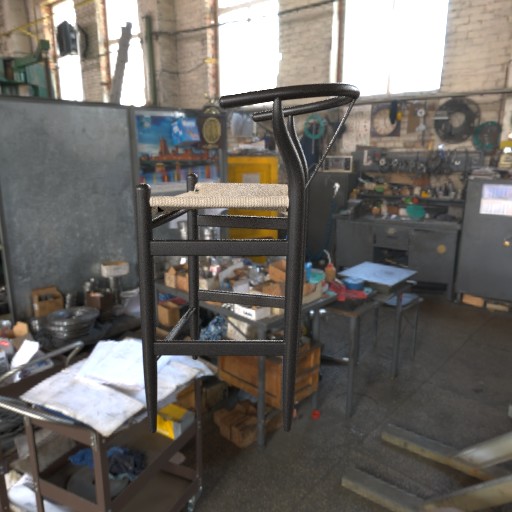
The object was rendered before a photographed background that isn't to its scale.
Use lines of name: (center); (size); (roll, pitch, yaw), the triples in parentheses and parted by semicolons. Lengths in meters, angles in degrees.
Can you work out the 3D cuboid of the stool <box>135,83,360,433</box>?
stool: (0.000, 0.000, 1.374); (0.579, 0.970, 0.569); (2, 14, 8)
